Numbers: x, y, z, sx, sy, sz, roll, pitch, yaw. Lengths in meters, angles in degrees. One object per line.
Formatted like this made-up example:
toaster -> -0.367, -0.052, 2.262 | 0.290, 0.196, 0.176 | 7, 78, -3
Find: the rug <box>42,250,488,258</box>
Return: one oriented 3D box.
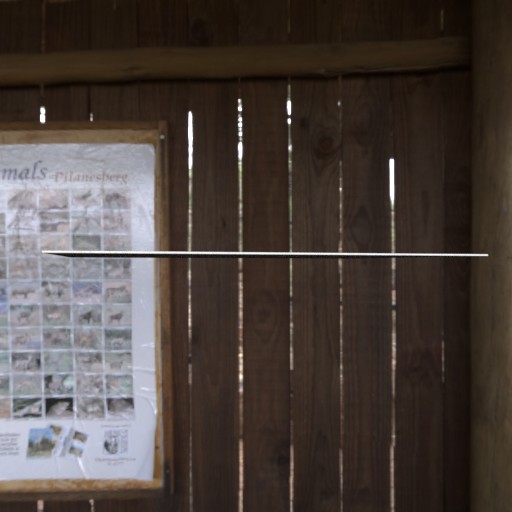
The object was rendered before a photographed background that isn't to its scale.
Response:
rug -> 0.000, 0.000, 2.988 | 2.435, 0.011, 1.517 | 0, -1, -19
